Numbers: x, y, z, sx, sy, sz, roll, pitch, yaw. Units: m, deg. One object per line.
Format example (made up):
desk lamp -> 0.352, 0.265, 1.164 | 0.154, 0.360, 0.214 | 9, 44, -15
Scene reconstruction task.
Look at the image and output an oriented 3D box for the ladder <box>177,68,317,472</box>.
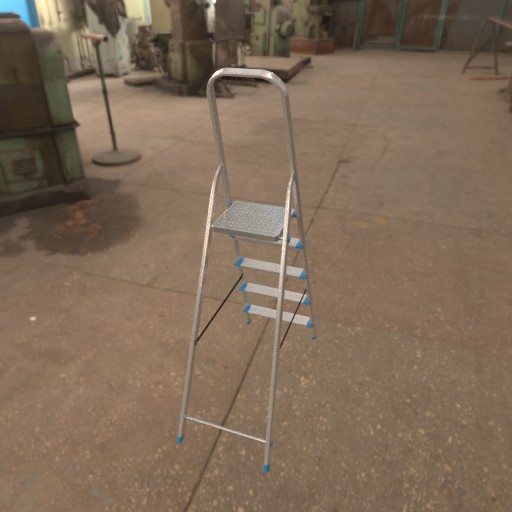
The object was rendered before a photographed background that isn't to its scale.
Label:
ladder -> 0.000, 0.000, 2.057 | 0.468, 1.648, 0.990 | 10, 32, 17
